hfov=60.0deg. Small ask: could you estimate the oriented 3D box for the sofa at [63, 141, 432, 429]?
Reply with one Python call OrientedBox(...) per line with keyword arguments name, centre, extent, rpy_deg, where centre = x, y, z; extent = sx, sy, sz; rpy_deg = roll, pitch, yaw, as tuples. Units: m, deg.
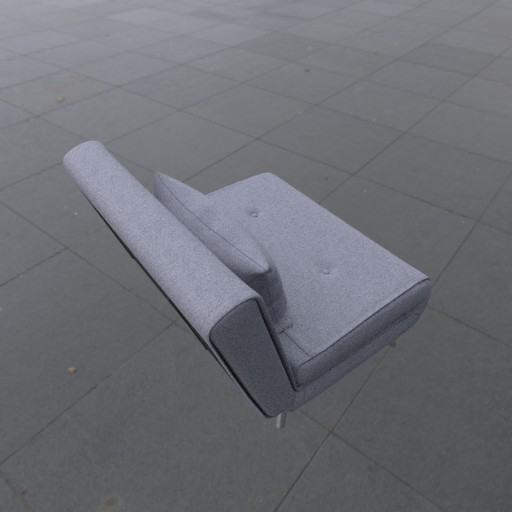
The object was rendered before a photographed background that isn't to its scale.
OrientedBox(name="sofa", centre=(0.000, 0.000, 1.747), extent=(1.000, 0.825, 1.020), rpy_deg=(-26, 47, -27))
